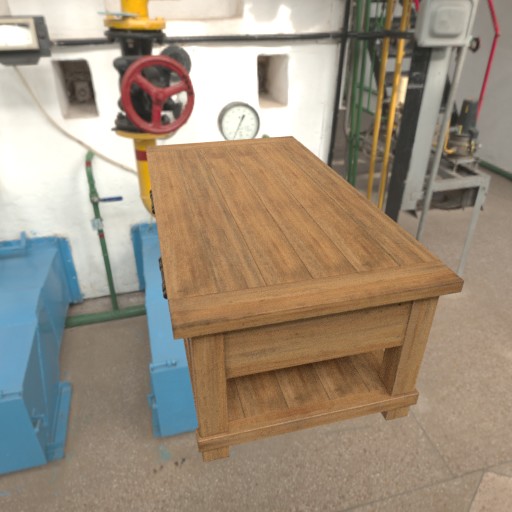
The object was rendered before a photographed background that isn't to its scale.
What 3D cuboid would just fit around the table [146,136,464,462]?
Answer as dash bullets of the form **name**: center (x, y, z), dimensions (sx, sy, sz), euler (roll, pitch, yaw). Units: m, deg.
- **table**: center (0.000, 0.000, 1.616), dimensions (0.693, 0.494, 1.270), euler (-7, 31, -12)
